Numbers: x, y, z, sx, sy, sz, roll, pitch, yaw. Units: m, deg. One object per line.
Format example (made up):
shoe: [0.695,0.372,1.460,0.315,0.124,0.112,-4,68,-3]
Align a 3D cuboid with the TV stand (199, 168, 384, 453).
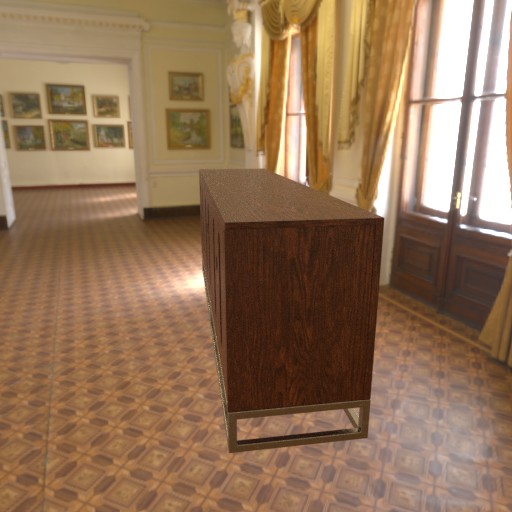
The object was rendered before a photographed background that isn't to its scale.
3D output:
TV stand: [0.000,0.000,1.779,0.382,0.578,1.541,-2,15,-9]
